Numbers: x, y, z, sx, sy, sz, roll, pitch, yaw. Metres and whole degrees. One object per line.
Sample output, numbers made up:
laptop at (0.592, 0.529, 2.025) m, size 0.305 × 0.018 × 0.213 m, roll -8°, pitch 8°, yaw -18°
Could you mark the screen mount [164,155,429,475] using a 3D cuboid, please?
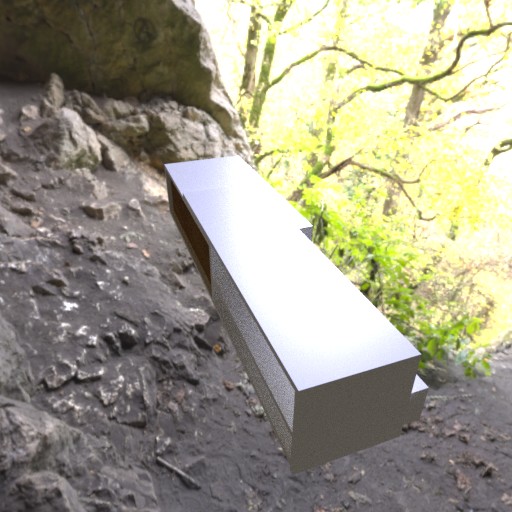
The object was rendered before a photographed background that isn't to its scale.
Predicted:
screen mount at (0.000, 0.000, 1.830) m, size 0.420 × 0.320 × 1.680 m, roll -11°, pitch 33°, yaw -17°
